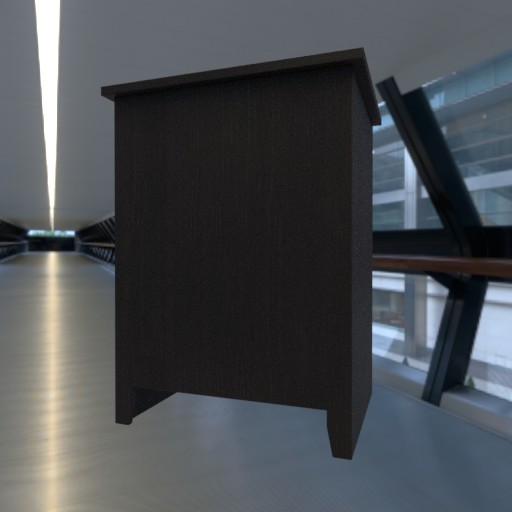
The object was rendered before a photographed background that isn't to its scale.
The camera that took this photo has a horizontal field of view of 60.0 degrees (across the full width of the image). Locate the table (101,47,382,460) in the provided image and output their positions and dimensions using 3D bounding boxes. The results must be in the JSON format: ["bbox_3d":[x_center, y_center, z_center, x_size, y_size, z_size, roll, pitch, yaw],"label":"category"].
[{"bbox_3d":[0.000,0.000,0.930,0.480,0.635,0.381,0,1,20],"label":"table"}]
